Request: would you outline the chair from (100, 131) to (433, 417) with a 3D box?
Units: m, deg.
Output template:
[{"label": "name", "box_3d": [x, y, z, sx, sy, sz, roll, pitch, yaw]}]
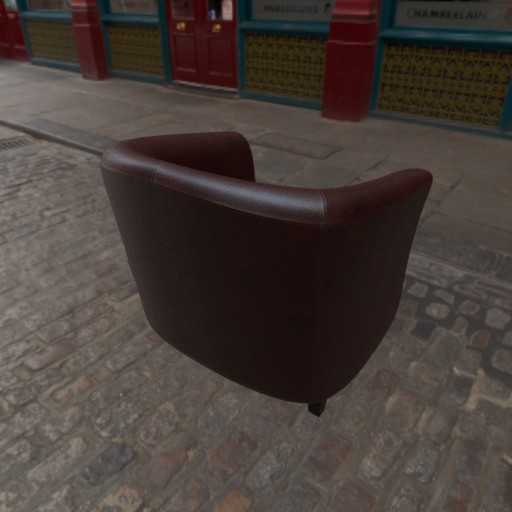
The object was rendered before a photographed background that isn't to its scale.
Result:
[{"label": "chair", "box_3d": [0.000, 0.000, 1.368, 0.792, 0.756, 0.727, 21, 36, 32]}]
